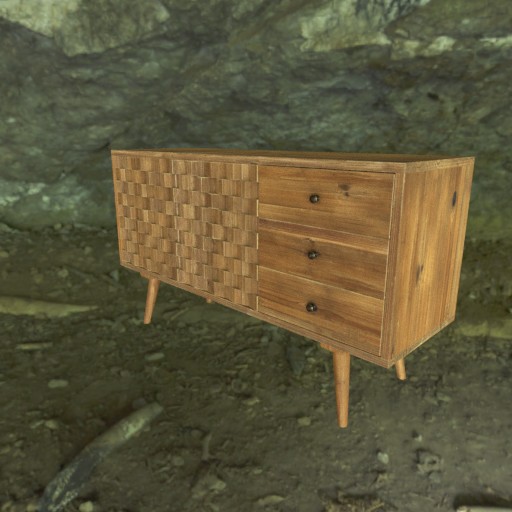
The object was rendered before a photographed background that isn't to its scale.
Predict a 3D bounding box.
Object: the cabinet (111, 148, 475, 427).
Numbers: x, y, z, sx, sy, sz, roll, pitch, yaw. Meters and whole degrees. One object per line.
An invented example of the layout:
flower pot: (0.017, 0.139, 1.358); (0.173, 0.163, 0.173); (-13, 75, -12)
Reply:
cabinet: (0.000, 0.000, 1.760); (1.400, 0.800, 0.472); (14, 21, 43)
